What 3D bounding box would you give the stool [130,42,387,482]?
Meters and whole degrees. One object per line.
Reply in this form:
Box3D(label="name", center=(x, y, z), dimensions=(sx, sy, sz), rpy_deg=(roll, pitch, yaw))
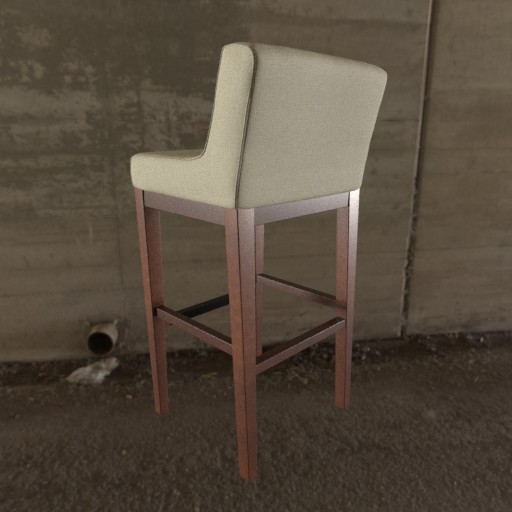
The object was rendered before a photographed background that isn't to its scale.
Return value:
Box3D(label="stool", center=(0.000, 0.000, 1.285), dimensions=(0.500, 1.037, 0.511), rpy_deg=(15, 22, 42))
